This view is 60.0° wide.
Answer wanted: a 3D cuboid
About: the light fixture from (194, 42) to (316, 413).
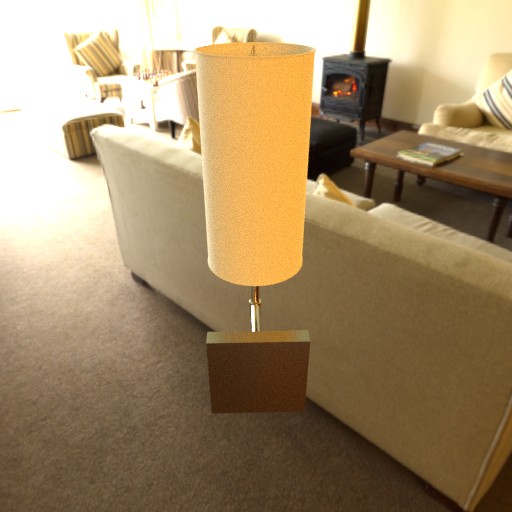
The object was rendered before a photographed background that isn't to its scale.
[{"bbox_3d":[0.000,0.000,0.552,0.128,0.462,0.208,-1,31,-1],"label":"light fixture"}]
